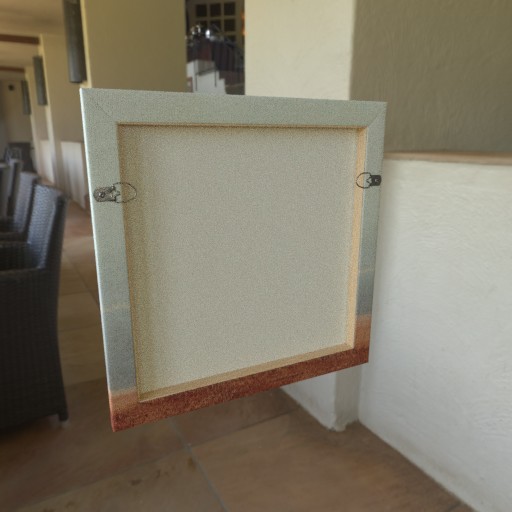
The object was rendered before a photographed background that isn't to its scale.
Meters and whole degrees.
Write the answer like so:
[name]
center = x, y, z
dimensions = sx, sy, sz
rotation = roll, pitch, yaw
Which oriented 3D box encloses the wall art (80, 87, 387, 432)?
[wall art]
center = 0.000, 0.000, 0.596
dimensions = 0.405, 0.405, 0.023
rotation = -7, 16, -26
